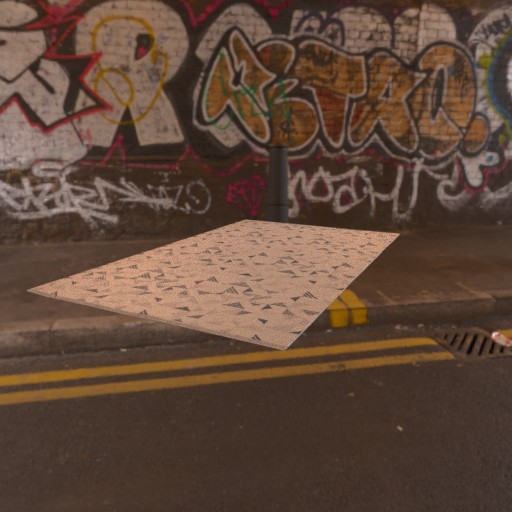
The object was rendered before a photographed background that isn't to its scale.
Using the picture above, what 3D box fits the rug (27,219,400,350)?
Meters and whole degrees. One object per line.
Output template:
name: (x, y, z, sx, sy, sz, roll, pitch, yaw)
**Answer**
rug: (0.000, 0.000, 3.087, 1.512, 0.009, 2.457, 8, 16, 26)
